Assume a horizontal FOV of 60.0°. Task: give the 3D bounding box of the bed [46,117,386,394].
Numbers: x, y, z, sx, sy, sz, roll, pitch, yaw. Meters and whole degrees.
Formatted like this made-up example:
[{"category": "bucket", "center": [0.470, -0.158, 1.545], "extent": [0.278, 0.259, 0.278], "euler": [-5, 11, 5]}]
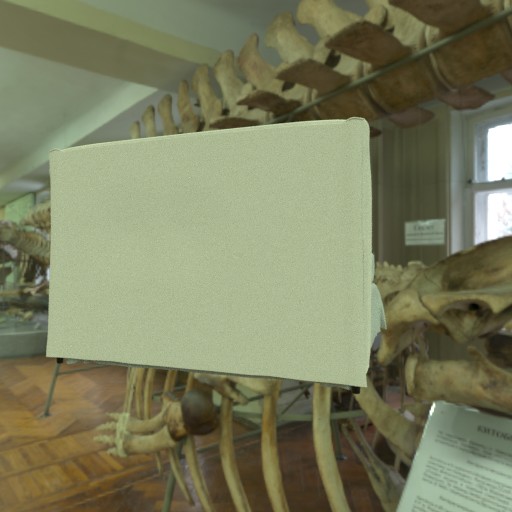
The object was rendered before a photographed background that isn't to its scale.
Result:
[{"category": "bed", "center": [0.000, 0.000, 3.448], "extent": [1.925, 1.332, 2.276], "euler": [0, 0, 20]}]
